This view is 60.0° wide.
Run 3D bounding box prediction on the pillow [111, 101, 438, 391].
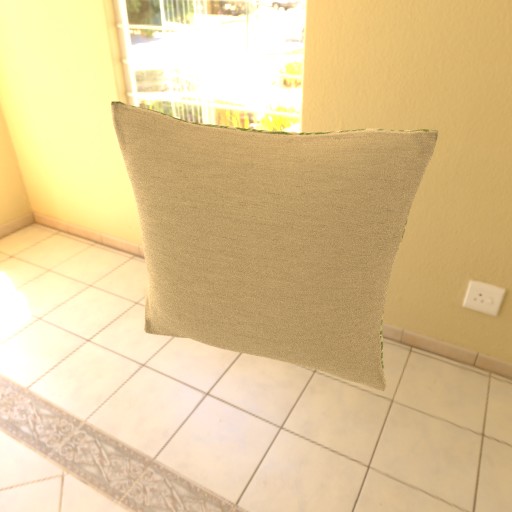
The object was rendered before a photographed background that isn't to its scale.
[{"bbox_3d":[0.000,0.000,0.666,0.440,0.419,0.162,10,33,16],"label":"pillow"}]
